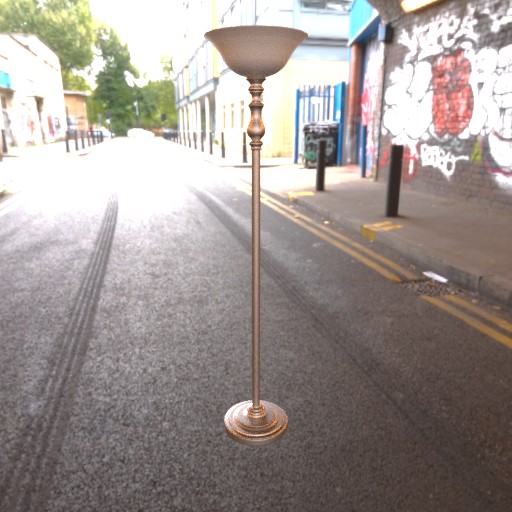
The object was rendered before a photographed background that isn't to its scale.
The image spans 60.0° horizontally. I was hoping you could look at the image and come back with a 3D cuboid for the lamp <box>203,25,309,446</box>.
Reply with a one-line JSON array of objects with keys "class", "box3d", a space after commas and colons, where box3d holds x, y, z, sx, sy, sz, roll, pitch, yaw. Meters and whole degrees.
[{"class": "lamp", "box3d": [0.000, 0.000, 1.964, 0.405, 1.771, 0.405, 7, 18, 24]}]
